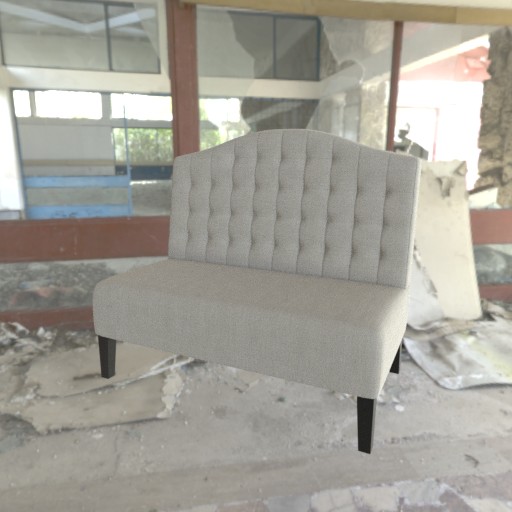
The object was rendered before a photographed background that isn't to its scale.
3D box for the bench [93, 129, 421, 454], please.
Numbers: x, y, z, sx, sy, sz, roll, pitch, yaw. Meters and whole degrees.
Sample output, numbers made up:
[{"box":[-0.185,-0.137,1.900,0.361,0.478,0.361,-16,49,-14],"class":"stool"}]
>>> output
[{"box":[0.000,0.000,2.082,1.335,1.180,0.815,6,15,25],"class":"bench"}]
